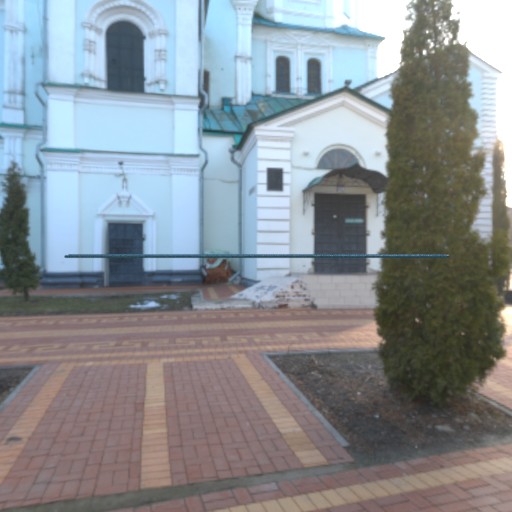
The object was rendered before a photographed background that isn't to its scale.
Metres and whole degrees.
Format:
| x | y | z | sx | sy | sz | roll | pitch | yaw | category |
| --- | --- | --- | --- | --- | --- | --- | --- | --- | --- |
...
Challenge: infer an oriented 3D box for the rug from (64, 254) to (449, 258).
| x | y | z | sx | sy | sz | roll | pitch | yaw | category |
| --- | --- | --- | --- | --- | --- | --- | --- | --- | --- |
| 0.000 | 0.000 | 3.484 | 1.830 | 0.018 | 2.769 | 0 | 0 | 0 | rug |
